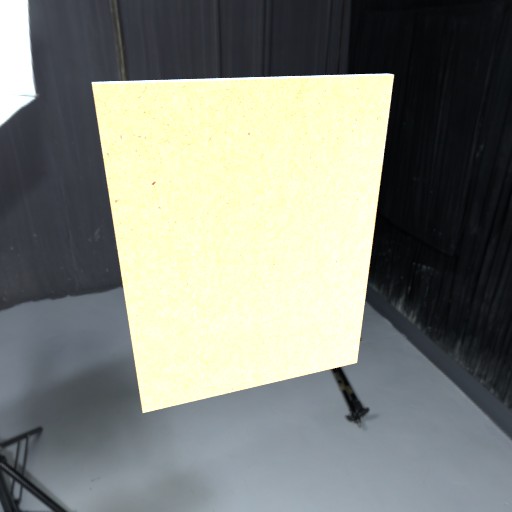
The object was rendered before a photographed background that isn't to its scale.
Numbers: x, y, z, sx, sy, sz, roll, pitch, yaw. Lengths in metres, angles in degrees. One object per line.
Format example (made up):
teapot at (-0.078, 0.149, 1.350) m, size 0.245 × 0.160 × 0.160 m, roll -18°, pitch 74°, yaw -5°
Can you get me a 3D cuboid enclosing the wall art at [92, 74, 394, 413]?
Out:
wall art at (0.000, 0.000, 0.821) m, size 0.481 × 0.613 × 0.020 m, roll -8°, pitch 28°, yaw -16°
